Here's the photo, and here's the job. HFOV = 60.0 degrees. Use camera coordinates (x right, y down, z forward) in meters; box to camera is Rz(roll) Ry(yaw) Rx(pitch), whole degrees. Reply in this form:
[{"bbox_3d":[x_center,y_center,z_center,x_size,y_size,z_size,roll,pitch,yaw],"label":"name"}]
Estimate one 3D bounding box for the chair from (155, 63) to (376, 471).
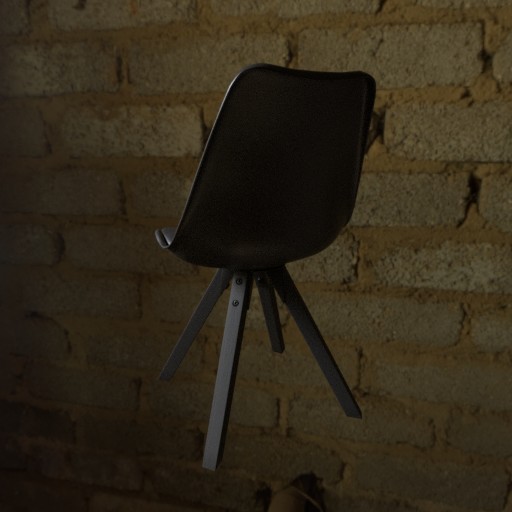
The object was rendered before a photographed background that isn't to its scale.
[{"bbox_3d":[0.000,0.000,1.146,0.485,0.850,0.530,-8,17,-26],"label":"chair"}]
